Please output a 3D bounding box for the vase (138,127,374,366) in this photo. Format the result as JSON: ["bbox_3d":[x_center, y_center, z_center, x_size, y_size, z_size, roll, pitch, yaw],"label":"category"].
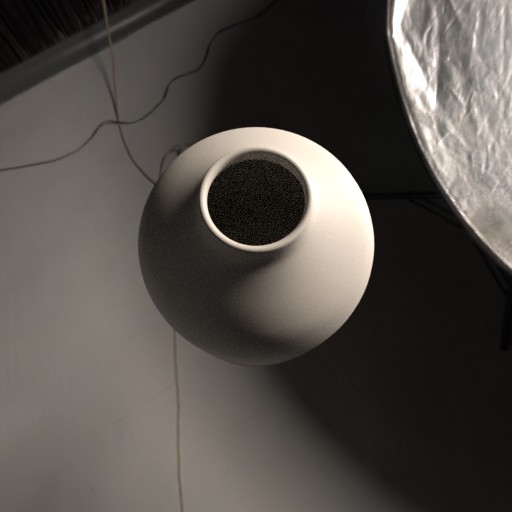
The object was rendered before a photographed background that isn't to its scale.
[{"bbox_3d":[0.000,0.000,0.356,0.169,0.237,0.169,0,74,0],"label":"vase"}]
